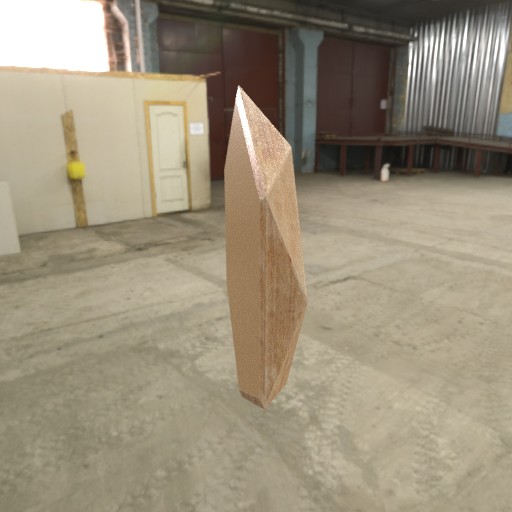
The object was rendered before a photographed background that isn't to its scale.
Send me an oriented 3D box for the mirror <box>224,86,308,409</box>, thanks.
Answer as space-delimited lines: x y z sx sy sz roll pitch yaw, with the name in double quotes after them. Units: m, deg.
0.000 0.000 1.082 0.091 0.779 0.675 -3 16 -9 "mirror"
